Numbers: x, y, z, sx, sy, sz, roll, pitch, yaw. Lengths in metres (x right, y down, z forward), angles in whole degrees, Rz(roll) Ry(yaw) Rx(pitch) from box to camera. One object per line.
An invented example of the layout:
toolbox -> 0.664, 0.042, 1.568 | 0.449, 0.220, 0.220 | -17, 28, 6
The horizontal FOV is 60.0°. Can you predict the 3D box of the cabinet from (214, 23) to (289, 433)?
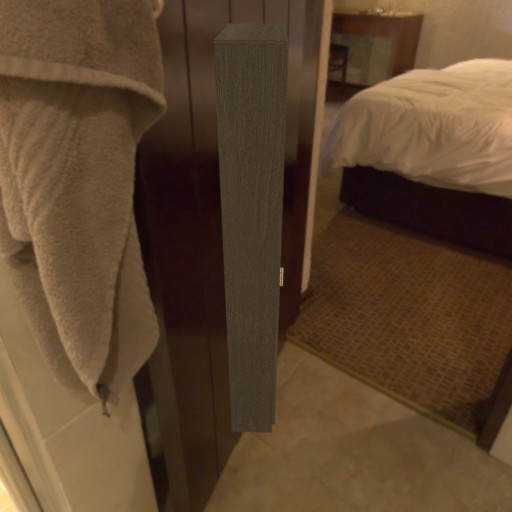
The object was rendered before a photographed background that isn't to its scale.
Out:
cabinet -> 0.000, 0.000, 1.967 | 0.230, 1.790, 0.500 | 1, 32, 1
